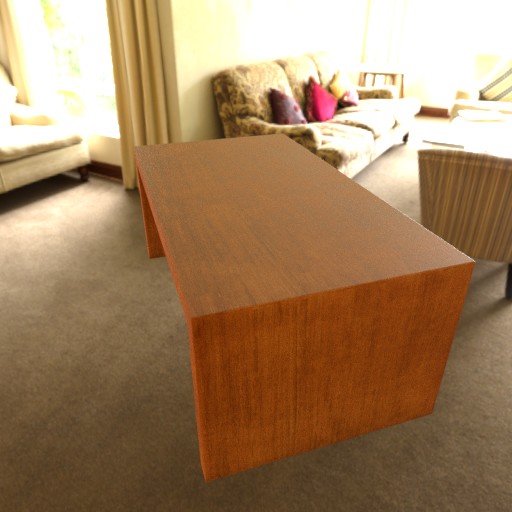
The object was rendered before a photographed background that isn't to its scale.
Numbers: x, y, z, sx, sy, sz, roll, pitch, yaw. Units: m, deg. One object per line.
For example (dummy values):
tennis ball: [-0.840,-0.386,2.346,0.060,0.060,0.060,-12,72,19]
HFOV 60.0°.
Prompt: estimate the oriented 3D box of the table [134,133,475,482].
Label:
table: [0.000,0.000,1.283,0.549,0.419,1.000,-9,31,-16]
